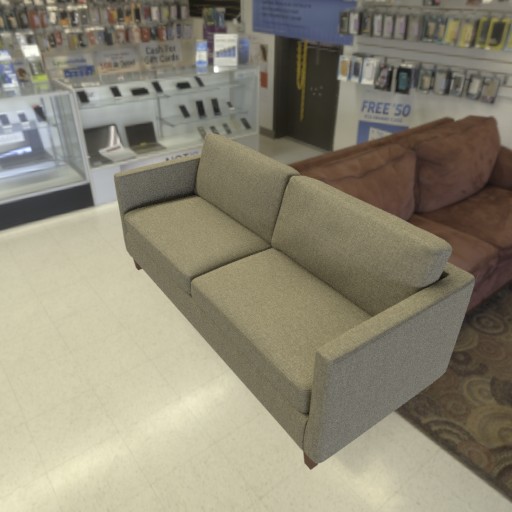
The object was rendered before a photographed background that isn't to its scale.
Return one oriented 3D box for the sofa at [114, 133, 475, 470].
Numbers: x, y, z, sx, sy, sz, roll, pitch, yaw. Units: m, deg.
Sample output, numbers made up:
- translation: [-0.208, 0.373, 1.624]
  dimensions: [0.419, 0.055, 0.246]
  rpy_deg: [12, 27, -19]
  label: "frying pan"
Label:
- translation: [0.000, 0.000, 2.693]
  dimensions: [0.956, 0.960, 2.208]
  rpy_deg: [-21, 38, -29]
  label: "sofa"
